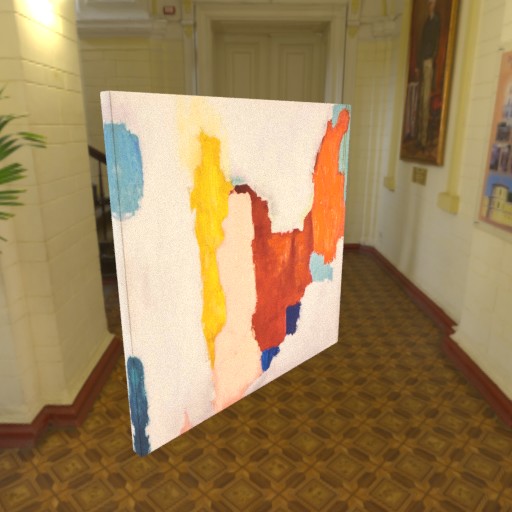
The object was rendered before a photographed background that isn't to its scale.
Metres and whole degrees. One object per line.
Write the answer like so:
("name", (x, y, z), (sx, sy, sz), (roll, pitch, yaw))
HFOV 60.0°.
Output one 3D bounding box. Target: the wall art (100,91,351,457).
("wall art", (0.000, 0.000, 1.223), (0.037, 0.814, 0.814), (15, 22, 42))
